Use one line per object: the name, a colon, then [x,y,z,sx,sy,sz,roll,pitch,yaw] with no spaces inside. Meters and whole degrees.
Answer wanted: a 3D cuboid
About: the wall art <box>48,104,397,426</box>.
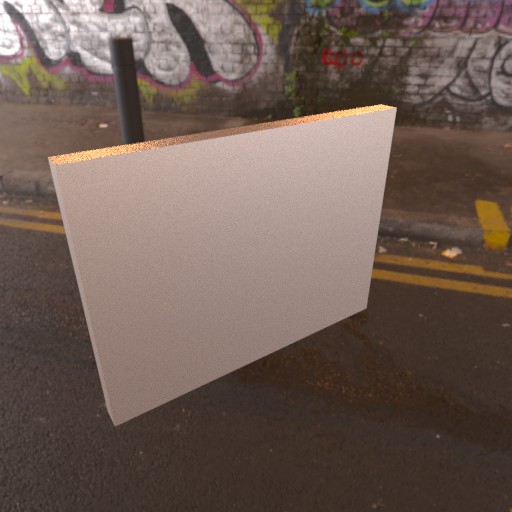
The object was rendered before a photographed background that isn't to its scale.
wall art: [0.000,0.000,1.403,1.056,0.801,0.066,-18,34,-29]
